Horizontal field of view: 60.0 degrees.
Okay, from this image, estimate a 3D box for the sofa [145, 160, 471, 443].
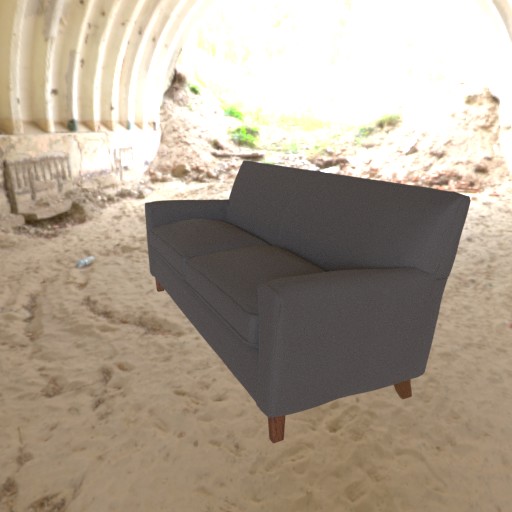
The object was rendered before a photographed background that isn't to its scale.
[{"bbox_3d":[0.000,0.000,2.467,0.843,0.907,2.002,-8,18,-25],"label":"sofa"}]
